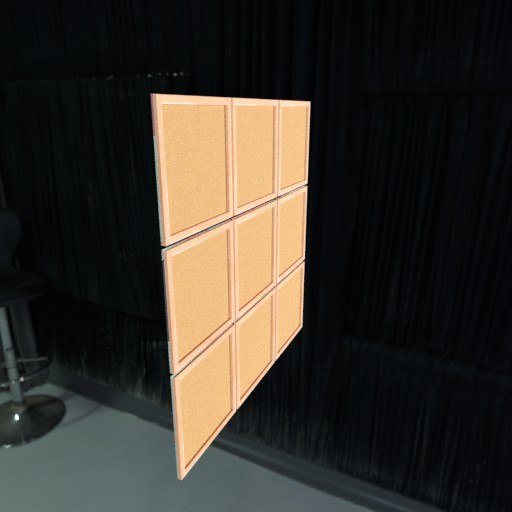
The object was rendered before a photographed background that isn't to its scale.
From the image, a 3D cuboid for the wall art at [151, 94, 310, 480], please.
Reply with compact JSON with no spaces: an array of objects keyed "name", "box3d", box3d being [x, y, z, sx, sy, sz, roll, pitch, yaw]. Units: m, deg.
[{"name":"wall art","box3d":[0.000,0.000,1.362,0.012,0.910,0.911,8,20,24]}]
